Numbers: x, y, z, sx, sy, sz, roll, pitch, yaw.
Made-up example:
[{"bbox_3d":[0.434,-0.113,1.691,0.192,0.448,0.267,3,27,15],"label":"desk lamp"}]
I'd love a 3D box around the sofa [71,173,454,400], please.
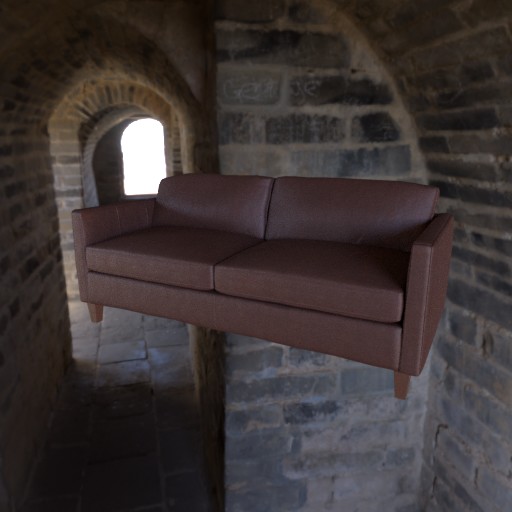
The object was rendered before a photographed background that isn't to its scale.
[{"bbox_3d":[0.000,0.000,2.507,1.971,0.863,0.923,7,16,27],"label":"sofa"}]
